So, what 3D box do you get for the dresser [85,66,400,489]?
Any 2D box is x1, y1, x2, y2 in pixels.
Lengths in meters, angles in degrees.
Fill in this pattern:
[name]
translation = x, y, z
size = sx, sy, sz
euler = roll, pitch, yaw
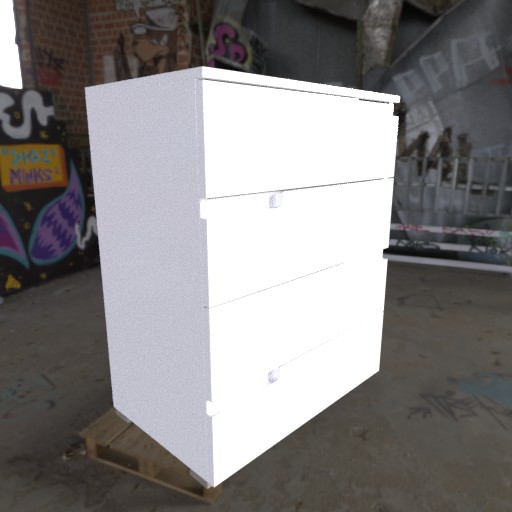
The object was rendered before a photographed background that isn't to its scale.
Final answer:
[dresser]
translation = 0.000, 0.000, 1.147
size = 0.400, 0.800, 0.650
euler = 14, 20, 42
